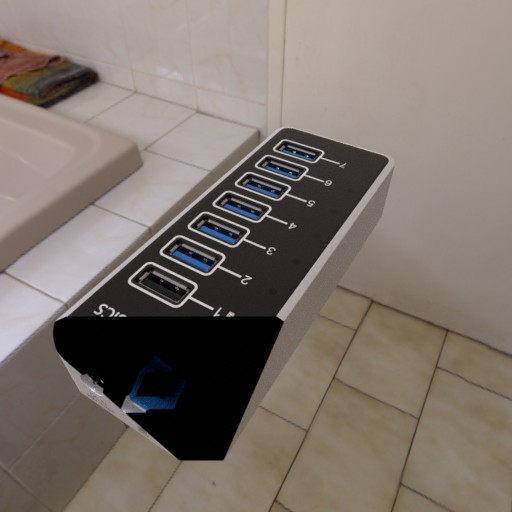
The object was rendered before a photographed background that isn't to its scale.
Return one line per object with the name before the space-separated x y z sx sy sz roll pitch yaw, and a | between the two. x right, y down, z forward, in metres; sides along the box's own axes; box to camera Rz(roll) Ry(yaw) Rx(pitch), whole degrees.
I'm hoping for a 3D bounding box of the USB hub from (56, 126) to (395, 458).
USB hub | 0.000 0.000 0.130 0.044 0.023 0.110 24 50 22
